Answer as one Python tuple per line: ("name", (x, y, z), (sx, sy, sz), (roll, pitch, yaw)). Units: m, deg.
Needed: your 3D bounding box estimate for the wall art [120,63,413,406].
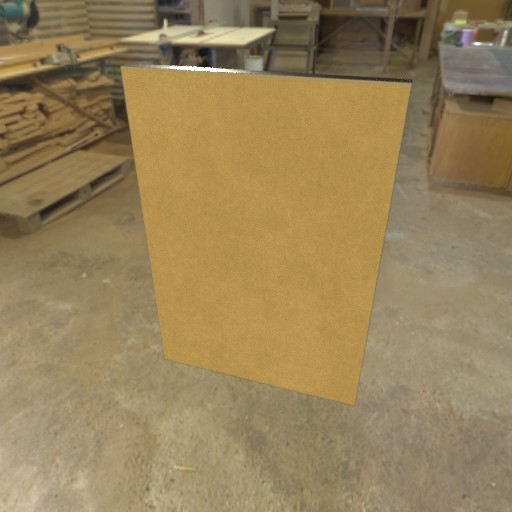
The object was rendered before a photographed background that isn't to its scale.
("wall art", (0.000, 0.000, 0.585), (0.314, 0.455, 0.019), (10, 33, 15))
